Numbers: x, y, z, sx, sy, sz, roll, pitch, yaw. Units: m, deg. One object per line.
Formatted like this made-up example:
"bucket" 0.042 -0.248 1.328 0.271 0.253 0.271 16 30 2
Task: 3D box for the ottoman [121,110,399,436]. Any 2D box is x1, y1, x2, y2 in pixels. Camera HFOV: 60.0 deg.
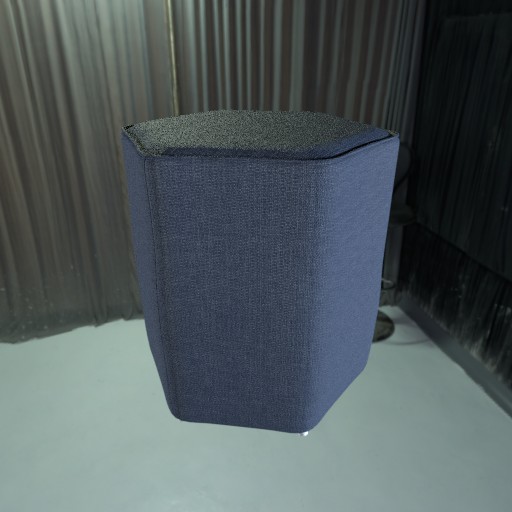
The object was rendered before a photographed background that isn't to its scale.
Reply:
"ottoman" 0.000 0.000 0.874 0.454 0.505 0.492 -8 27 -16
